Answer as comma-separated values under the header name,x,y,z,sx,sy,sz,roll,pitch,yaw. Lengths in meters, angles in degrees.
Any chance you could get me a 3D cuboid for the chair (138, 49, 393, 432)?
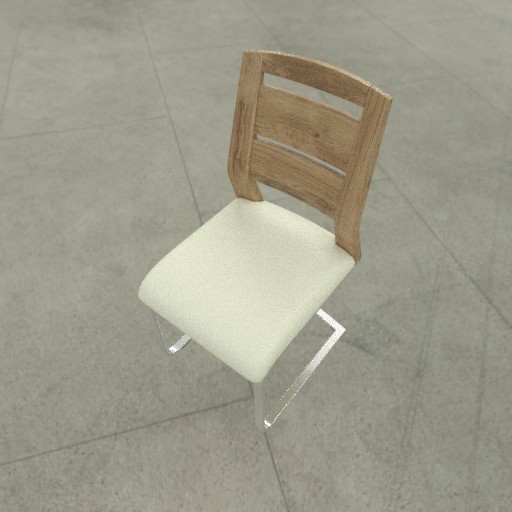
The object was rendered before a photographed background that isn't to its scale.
name,x,y,z,sx,sy,sz,roll,pitch,yaw
chair,0.000,0.000,1.275,0.457,0.955,0.561,30,53,25
